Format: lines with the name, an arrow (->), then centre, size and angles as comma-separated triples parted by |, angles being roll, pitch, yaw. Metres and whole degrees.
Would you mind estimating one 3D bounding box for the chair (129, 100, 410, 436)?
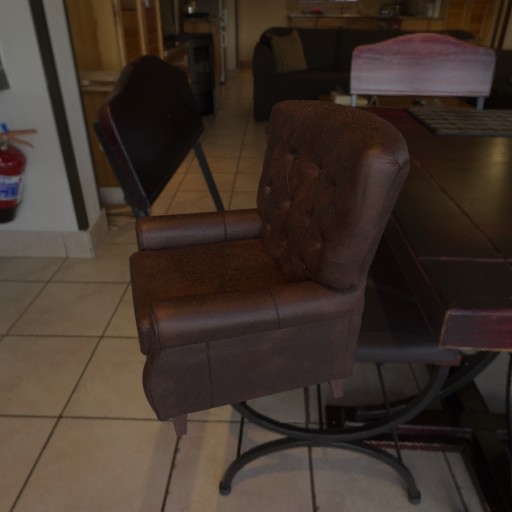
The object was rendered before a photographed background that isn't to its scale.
chair -> 0.000, 0.000, 1.882 | 1.058, 1.158, 0.948 | -8, 30, -15
